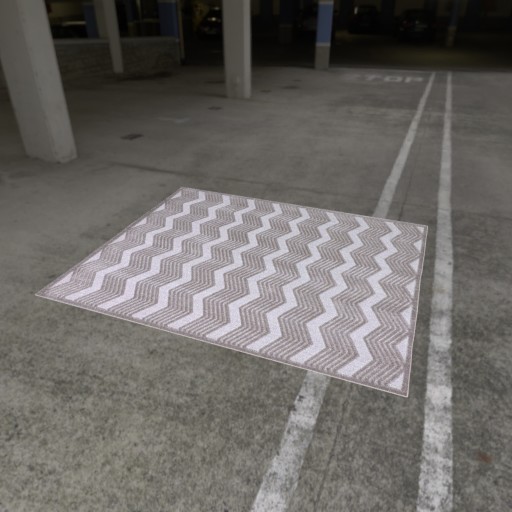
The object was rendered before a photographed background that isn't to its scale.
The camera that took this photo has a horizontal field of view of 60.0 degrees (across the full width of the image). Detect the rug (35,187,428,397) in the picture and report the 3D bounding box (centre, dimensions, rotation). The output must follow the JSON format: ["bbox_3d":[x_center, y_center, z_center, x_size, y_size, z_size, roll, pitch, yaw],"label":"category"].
[{"bbox_3d":[0.000,0.000,4.059,2.880,0.005,2.391,11,33,18],"label":"rug"}]
